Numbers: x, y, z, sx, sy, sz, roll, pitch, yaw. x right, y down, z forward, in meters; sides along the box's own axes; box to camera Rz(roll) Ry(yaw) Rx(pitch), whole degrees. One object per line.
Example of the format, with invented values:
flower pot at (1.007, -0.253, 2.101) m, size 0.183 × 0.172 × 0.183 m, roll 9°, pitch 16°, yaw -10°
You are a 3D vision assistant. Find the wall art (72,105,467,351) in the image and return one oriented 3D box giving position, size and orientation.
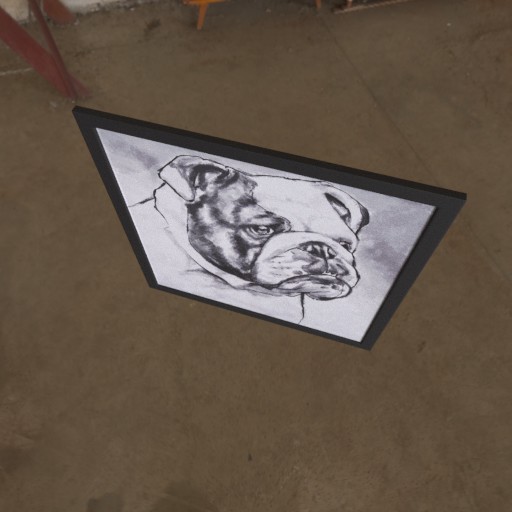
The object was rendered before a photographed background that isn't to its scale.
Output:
wall art at (0.000, 0.000, 0.844) m, size 0.562 × 0.558 × 0.012 m, roll 15°, pitch 60°, yaw 9°
